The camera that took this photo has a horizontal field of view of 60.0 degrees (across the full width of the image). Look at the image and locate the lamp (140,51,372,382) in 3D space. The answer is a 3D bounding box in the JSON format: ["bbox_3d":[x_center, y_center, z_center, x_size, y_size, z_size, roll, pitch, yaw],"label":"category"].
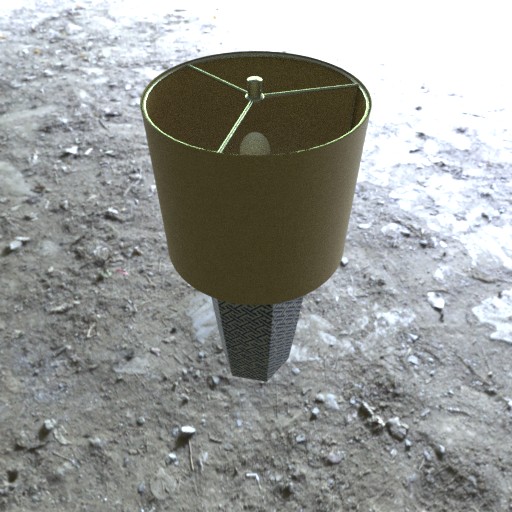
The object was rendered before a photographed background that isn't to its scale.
[{"bbox_3d":[0.000,0.000,0.847,0.320,0.682,0.320,-10,46,-10],"label":"lamp"}]
